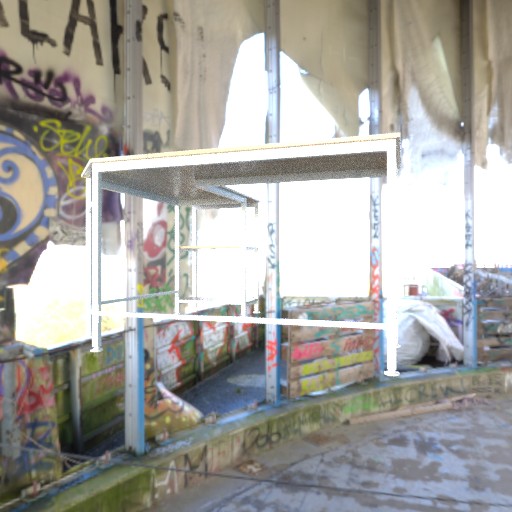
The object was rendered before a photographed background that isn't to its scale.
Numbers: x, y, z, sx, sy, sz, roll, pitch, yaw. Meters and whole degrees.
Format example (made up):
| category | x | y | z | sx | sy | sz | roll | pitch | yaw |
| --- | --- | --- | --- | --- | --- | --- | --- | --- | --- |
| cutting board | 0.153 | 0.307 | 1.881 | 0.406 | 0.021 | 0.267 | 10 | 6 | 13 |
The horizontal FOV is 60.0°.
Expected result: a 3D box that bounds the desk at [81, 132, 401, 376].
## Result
| category | x | y | z | sx | sy | sz | roll | pitch | yaw |
| --- | --- | --- | --- | --- | --- | --- | --- | --- | --- |
| desk | 0.000 | 0.000 | 2.211 | 1.379 | 0.739 | 1.379 | 0 | 0 | 18 |
